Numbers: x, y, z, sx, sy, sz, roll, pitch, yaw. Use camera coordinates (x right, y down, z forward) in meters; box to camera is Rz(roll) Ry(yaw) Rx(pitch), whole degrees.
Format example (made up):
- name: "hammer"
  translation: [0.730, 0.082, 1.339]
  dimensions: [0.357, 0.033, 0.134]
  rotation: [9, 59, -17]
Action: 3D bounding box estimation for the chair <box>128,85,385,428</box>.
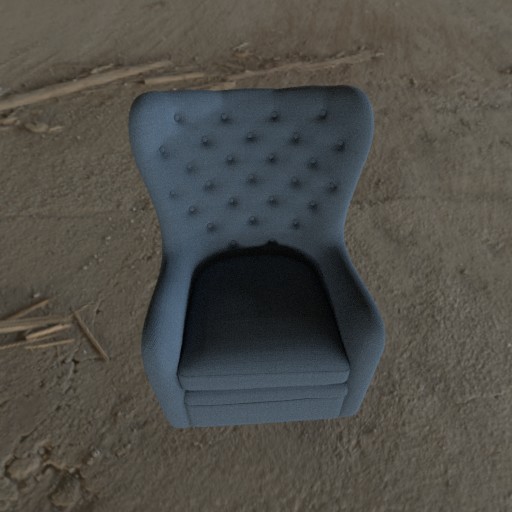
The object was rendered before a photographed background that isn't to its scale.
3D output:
- name: "chair"
  translation: [0.000, 0.000, 1.742]
  dimensions: [0.831, 1.079, 0.930]
  rotation: [-3, 46, -3]
